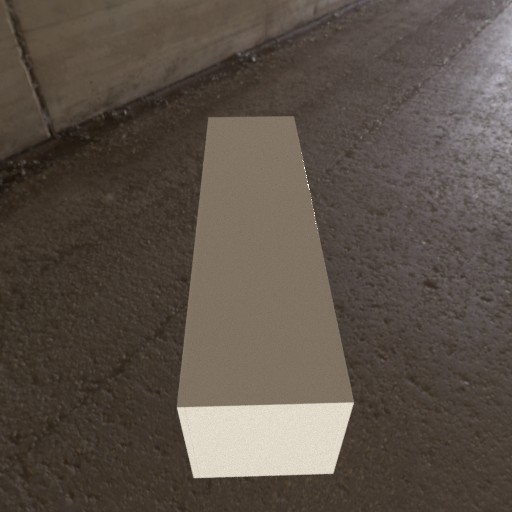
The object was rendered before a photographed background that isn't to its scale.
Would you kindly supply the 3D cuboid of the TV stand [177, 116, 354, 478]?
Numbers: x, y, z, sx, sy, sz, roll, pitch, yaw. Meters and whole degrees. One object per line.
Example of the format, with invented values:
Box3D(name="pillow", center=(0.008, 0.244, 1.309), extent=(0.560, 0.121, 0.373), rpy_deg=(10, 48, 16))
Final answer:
Box3D(name="TV stand", center=(0.000, 0.000, 1.726), extent=(0.410, 0.440, 1.500), rpy_deg=(-1, 43, -1))
